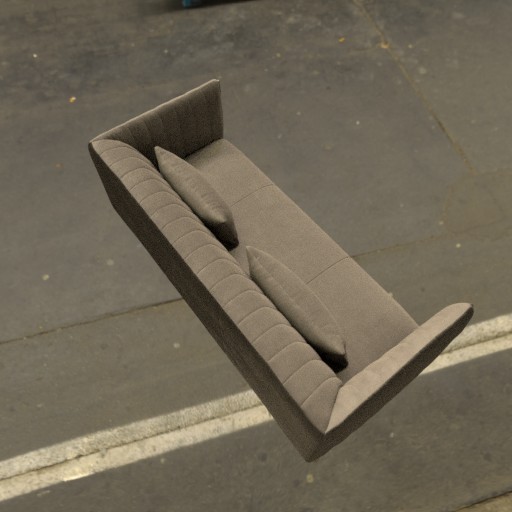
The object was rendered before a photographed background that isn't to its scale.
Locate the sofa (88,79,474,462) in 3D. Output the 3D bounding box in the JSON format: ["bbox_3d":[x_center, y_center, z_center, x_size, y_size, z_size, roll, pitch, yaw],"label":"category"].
[{"bbox_3d":[0.000,0.000,2.430,0.876,0.780,1.980,-33,64,-19],"label":"sofa"}]
